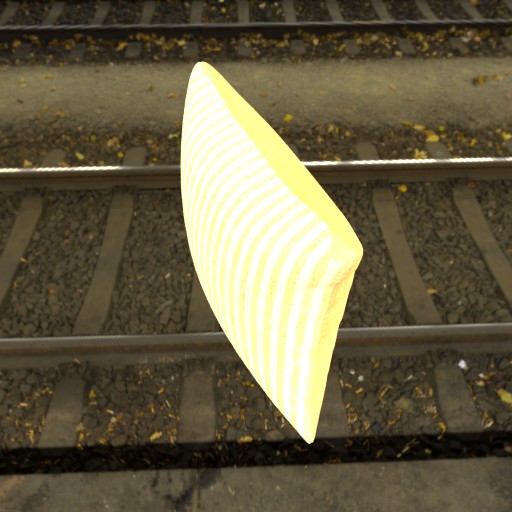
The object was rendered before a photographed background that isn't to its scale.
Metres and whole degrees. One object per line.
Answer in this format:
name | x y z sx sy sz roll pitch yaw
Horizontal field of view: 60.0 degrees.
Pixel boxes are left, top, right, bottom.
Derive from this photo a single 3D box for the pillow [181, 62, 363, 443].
pillow | 0.000 0.000 0.644 0.173 0.407 0.419 -17 49 -16
